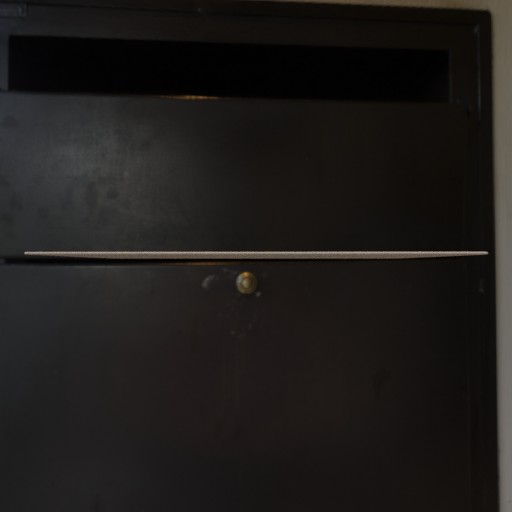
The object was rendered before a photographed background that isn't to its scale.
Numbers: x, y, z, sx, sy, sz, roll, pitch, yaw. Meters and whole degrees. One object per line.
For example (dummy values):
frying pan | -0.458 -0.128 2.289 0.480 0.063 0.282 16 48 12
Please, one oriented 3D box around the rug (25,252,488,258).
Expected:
rug | 0.000 0.000 3.067 2.441 0.014 1.531 0 -1 0
